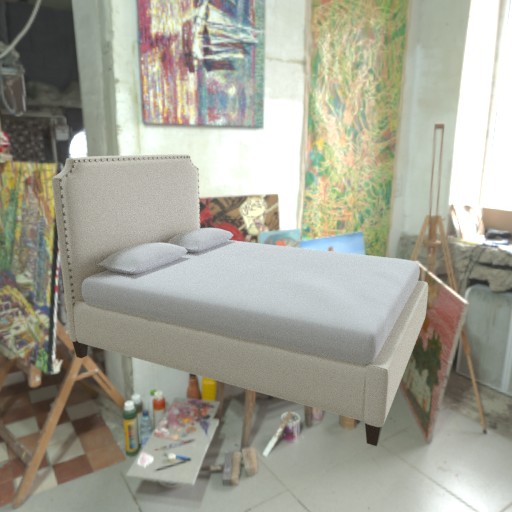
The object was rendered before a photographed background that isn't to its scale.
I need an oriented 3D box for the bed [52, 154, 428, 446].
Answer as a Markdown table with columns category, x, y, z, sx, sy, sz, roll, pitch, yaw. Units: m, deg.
| category | x | y | z | sx | sy | sz | roll | pitch | yaw |
| --- | --- | --- | --- | --- | --- | --- | --- | --- | --- |
| bed | 0.000 | 0.000 | 3.420 | 2.372 | 1.497 | 1.712 | 7 | 16 | 26 |
